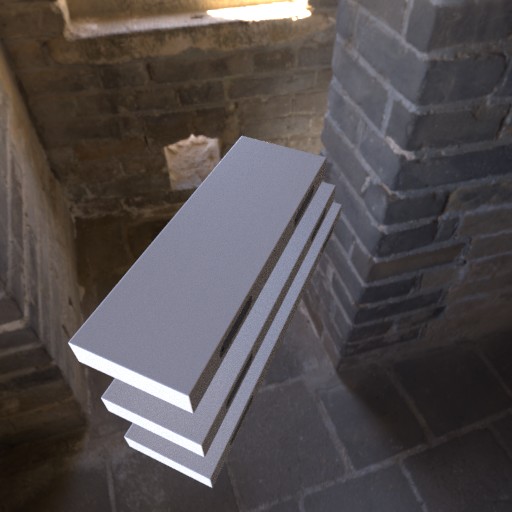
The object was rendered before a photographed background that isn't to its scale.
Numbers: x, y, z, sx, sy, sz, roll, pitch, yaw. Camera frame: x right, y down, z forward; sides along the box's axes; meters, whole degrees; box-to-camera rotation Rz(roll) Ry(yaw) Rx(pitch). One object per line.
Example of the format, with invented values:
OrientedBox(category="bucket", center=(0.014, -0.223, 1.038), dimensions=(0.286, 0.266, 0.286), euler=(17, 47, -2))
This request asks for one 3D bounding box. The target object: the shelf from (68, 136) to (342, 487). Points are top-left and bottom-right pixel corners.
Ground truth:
OrientedBox(category="shelf", center=(0.000, 0.000, 0.719), dimensions=(0.140, 0.293, 0.610), euler=(18, 50, 16))
